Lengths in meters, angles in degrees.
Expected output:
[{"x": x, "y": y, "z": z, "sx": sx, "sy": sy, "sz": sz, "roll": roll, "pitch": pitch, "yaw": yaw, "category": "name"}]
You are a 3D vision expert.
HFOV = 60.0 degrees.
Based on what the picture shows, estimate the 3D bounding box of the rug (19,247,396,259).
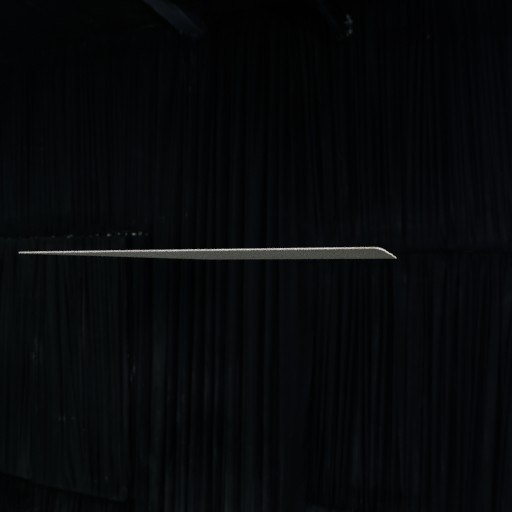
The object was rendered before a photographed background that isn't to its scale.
[{"x": 0.000, "y": 0.000, "z": 3.915, "sx": 2.313, "sy": 0.009, "sz": 2.939, "roll": 0, "pitch": -1, "yaw": 19, "category": "rug"}]
